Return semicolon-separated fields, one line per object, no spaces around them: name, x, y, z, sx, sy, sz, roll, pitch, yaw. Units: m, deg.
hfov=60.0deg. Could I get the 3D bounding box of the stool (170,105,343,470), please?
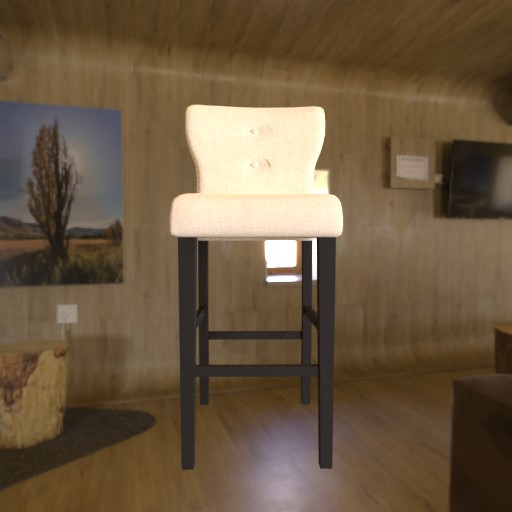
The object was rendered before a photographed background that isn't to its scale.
stool;0.000;0.000;1.439;0.516;1.124;0.603;0;2;-1
